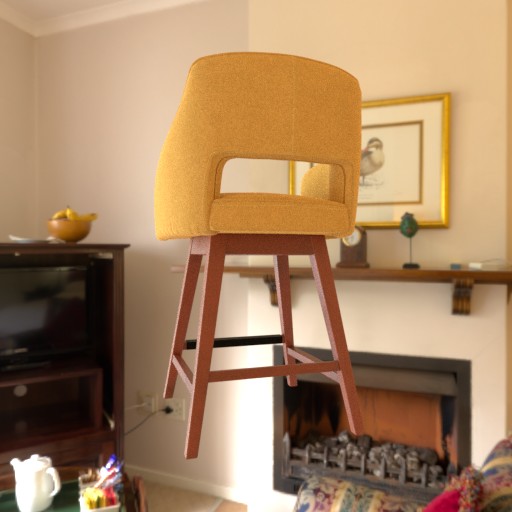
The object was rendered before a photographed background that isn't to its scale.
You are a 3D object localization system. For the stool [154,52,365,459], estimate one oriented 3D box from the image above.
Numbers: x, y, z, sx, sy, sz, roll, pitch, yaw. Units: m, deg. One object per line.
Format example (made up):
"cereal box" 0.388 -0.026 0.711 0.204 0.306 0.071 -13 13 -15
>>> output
"stool" 0.000 0.000 1.266 0.548 0.924 0.558 0 0 -18
